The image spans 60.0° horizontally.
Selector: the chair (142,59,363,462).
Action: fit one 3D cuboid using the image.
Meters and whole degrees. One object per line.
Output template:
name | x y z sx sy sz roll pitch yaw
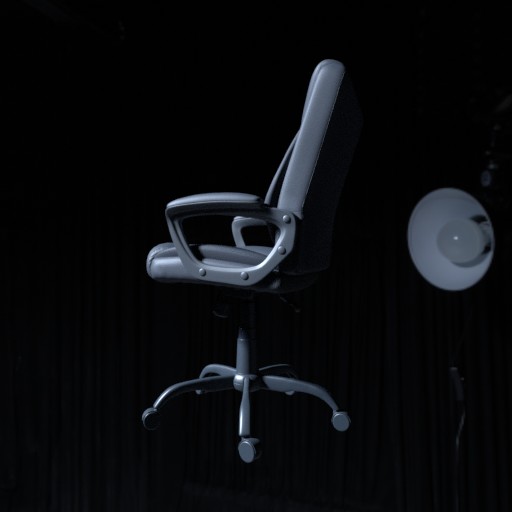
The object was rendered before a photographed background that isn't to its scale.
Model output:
chair | 0.000 0.000 1.460 0.655 1.072 0.615 0 0 19
